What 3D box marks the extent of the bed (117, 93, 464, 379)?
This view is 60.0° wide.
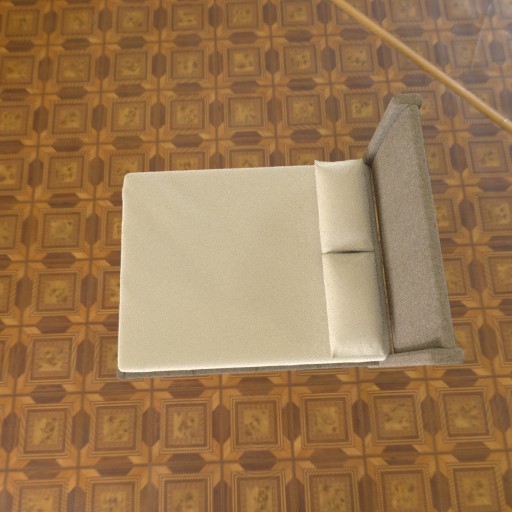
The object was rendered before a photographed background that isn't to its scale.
[{"bbox_3d":[0.000,0.000,3.356,2.245,1.481,1.714,-2,75,-1],"label":"bed"}]
